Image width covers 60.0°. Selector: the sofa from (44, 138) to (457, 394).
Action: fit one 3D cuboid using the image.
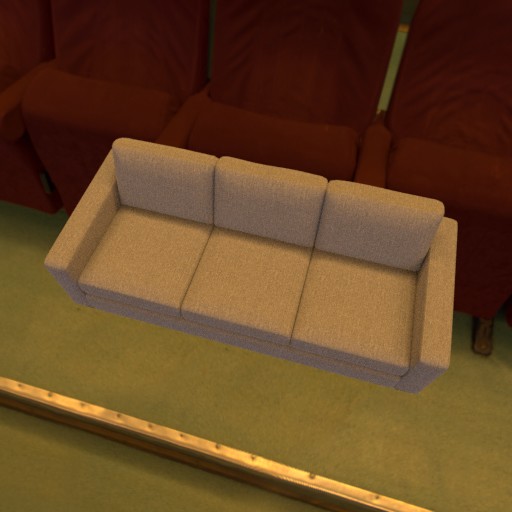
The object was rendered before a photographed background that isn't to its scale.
[{"bbox_3d":[0.000,0.000,2.552,2.120,0.800,0.900,13,60,8],"label":"sofa"}]
